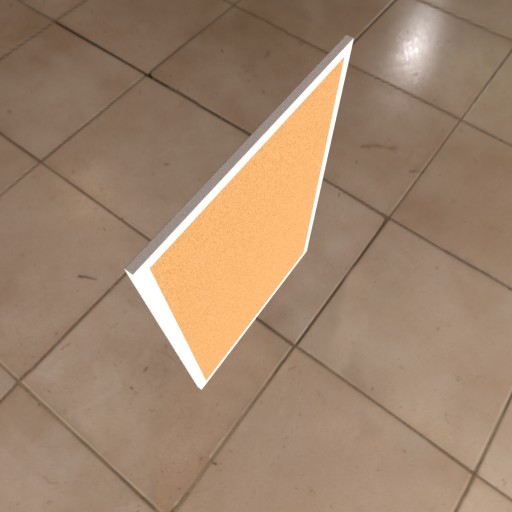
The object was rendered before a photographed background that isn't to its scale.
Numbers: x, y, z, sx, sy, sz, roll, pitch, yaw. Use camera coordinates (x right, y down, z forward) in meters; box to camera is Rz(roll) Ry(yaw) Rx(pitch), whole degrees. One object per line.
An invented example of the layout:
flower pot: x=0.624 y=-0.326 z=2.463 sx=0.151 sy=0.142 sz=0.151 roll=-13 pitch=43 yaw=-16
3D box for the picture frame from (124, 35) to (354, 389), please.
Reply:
picture frame: x=0.000 y=0.000 z=0.842 sx=0.013 sy=0.657 sz=0.457 roll=33 pitch=68 yaw=15
